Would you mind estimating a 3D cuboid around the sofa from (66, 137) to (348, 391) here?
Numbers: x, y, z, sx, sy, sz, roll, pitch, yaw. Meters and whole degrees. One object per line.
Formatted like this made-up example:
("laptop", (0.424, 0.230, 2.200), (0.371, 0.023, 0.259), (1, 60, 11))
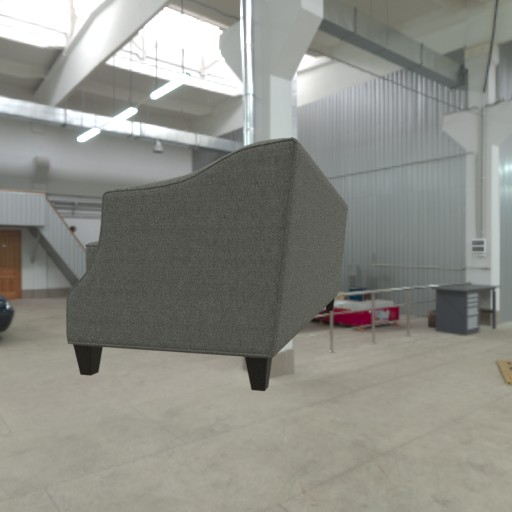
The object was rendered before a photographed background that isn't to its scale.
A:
("sofa", (0.000, 0.000, 2.643), (0.914, 0.901, 2.235), (0, 1, 16))
